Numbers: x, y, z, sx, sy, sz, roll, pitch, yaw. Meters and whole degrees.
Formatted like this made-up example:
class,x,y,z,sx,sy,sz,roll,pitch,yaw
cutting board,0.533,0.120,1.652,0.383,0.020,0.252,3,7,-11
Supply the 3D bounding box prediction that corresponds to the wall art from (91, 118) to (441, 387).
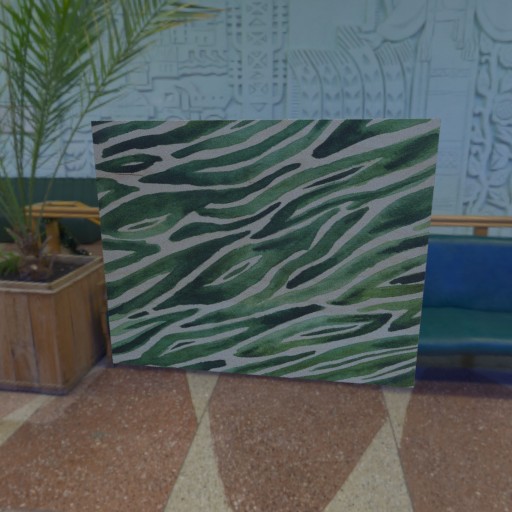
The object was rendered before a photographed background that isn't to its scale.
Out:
class,x,y,z,sx,sy,sz,roll,pitch,yaw
wall art,0.000,0.000,0.695,0.508,0.408,0.012,2,15,9
